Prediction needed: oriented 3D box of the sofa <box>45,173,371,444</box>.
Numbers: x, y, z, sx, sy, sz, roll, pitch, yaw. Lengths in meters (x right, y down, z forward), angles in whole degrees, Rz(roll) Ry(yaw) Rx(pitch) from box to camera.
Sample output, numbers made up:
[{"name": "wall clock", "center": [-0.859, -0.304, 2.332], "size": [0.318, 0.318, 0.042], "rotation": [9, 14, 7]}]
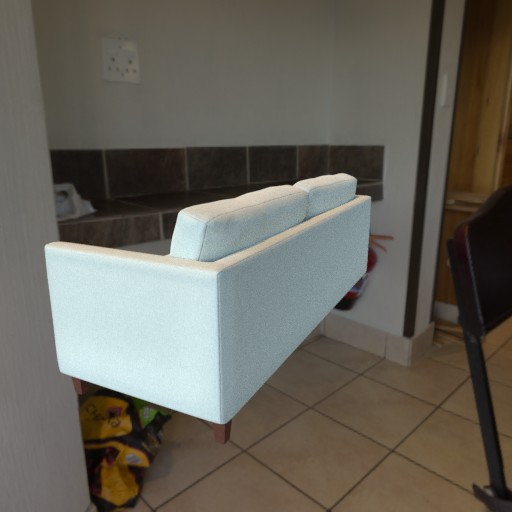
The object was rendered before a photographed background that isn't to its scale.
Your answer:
[{"name": "sofa", "center": [0.000, 0.000, 2.871], "size": [0.948, 0.965, 2.434], "rotation": [7, 16, 26]}]
